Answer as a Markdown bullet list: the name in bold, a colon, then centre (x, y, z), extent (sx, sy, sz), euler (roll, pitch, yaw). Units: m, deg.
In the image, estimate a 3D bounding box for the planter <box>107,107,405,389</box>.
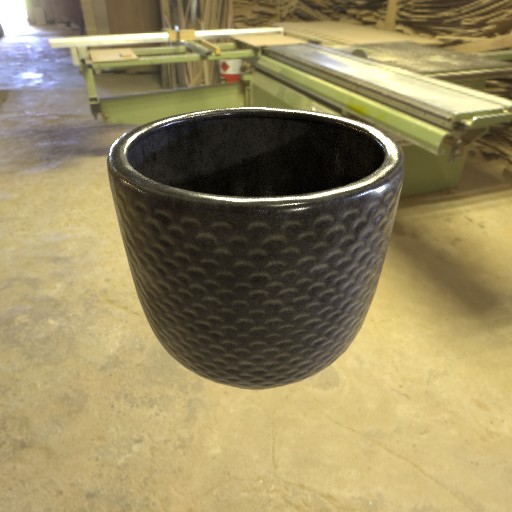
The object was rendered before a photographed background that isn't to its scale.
- **planter**: centre (0.000, 0.000, 0.247), extent (0.140, 0.129, 0.140), euler (0, 32, 0)
